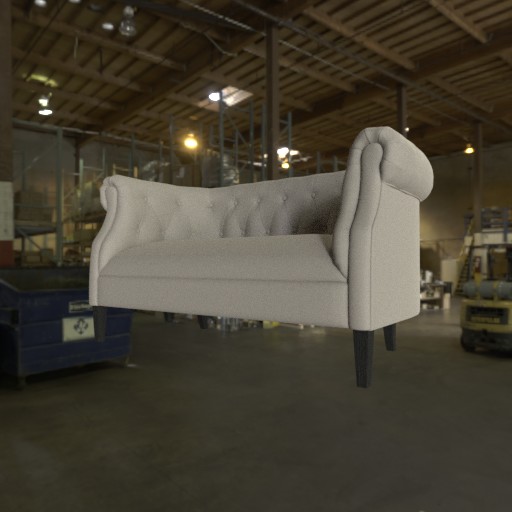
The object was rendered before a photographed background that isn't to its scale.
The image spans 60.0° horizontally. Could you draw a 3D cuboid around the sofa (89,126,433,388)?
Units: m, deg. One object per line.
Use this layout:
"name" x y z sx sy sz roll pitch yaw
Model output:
"sofa" 0.000 0.000 2.057 1.558 0.827 0.835 -1 -1 36
